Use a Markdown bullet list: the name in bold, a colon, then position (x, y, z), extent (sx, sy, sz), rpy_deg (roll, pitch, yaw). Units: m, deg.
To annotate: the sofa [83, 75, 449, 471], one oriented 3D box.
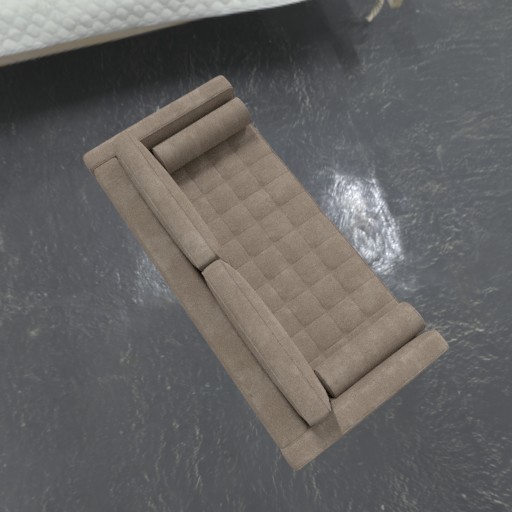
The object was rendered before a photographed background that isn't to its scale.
- **sofa**: position (0.000, 0.000, 2.333), extent (0.920, 0.769, 1.883), rpy_deg (-35, 76, -10)
